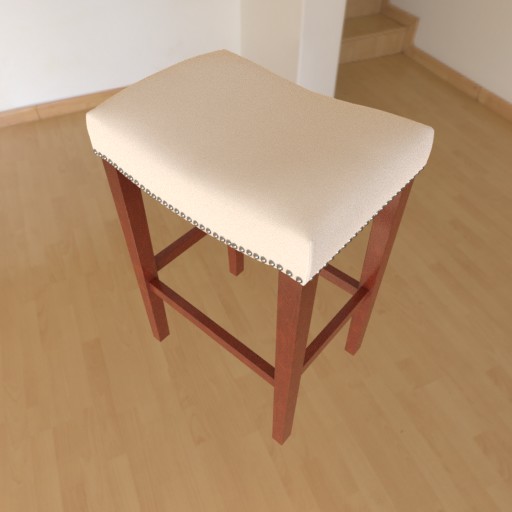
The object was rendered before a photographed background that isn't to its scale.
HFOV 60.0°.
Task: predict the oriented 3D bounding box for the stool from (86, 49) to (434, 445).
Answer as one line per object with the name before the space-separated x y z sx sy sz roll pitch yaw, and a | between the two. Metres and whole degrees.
stool | 0.000 0.000 1.014 0.504 0.742 0.372 32 55 26
